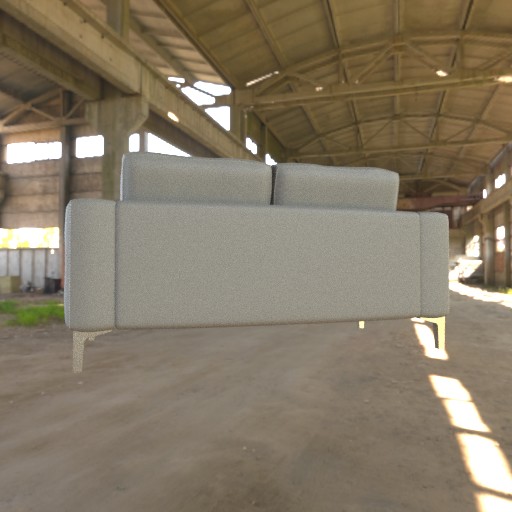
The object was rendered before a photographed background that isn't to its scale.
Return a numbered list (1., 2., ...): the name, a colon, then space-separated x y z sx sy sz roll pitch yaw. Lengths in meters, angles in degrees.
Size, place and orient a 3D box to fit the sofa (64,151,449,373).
1. sofa: 0.000 0.000 2.254 1.726 0.892 0.833 0 -1 -16
